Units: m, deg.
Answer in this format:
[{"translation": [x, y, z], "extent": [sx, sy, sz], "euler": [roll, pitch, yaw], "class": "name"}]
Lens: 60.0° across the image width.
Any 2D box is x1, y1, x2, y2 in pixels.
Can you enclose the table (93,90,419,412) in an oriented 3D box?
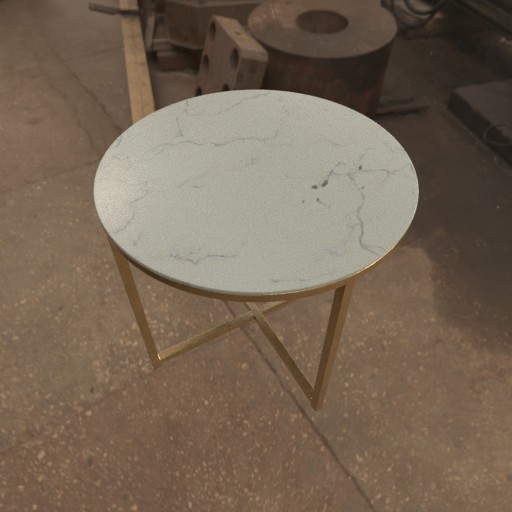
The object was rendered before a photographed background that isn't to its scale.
[{"translation": [0.000, 0.000, 0.856], "extent": [0.500, 0.420, 0.500], "euler": [0, 48, 0], "class": "table"}]
